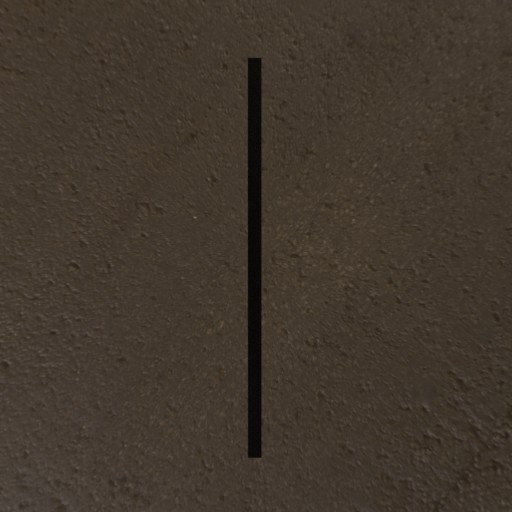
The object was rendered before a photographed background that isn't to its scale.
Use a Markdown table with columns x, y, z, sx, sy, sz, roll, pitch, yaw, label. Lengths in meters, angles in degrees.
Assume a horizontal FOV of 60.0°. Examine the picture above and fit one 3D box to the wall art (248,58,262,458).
| x | y | z | sx | sy | sz | roll | pitch | yaw | label |
| --- | --- | --- | --- | --- | --- | --- | --- | --- | --- |
| 0.000 | 0.000 | 0.590 | 0.011 | 0.459 | 0.326 | 0 | 91 | 0 | wall art |
